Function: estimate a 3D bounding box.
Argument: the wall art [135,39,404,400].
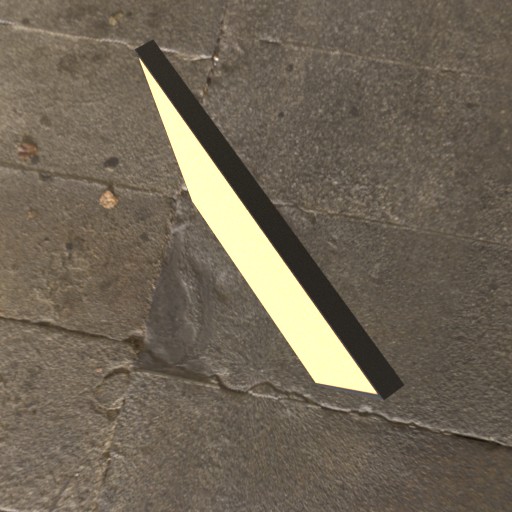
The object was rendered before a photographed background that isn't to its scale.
[{"bbox_3d":[0.000,0.000,1.138,0.042,0.766,0.769,-33,78,-8],"label":"wall art"}]
